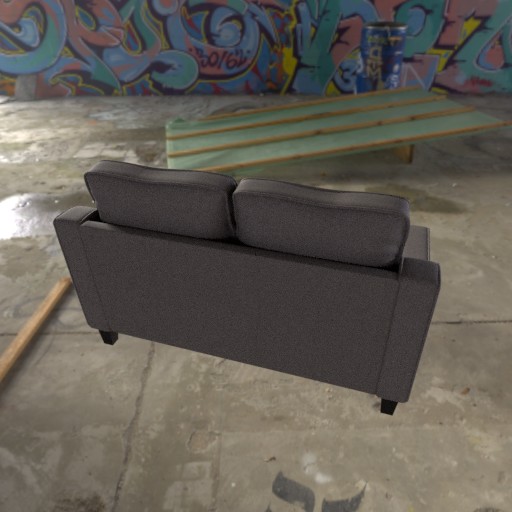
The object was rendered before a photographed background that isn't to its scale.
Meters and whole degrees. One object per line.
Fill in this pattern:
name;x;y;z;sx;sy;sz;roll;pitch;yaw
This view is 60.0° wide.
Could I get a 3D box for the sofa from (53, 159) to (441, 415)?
sofa;0.000;0.000;2.060;1.500;0.948;0.791;10;33;15
